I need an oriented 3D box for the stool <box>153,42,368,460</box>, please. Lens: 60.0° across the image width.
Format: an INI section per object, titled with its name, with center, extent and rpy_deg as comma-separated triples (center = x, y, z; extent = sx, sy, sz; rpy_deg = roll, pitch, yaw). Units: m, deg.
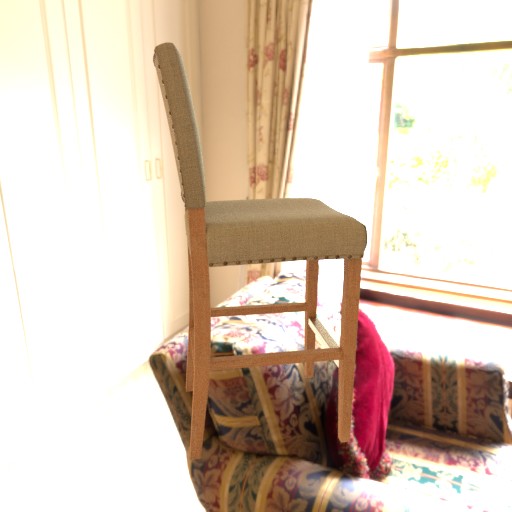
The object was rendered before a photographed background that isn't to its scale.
[stool]
center = 0.000, 0.000, 1.460
extent = 0.585, 1.203, 0.445
rpy_deg = -3, 17, -10
